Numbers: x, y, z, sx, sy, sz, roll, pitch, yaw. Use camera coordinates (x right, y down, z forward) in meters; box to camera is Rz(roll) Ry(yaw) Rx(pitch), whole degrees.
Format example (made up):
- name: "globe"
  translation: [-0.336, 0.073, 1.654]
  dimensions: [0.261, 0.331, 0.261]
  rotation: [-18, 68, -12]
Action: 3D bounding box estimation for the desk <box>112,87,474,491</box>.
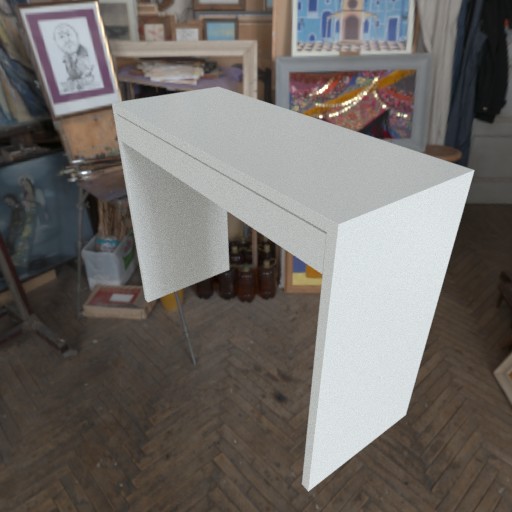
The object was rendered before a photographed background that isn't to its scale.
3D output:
- name: "desk"
  translation: [0.000, 0.000, 1.380]
  dimensions: [0.400, 0.790, 1.000]
  rotation: [-22, 38, -30]
